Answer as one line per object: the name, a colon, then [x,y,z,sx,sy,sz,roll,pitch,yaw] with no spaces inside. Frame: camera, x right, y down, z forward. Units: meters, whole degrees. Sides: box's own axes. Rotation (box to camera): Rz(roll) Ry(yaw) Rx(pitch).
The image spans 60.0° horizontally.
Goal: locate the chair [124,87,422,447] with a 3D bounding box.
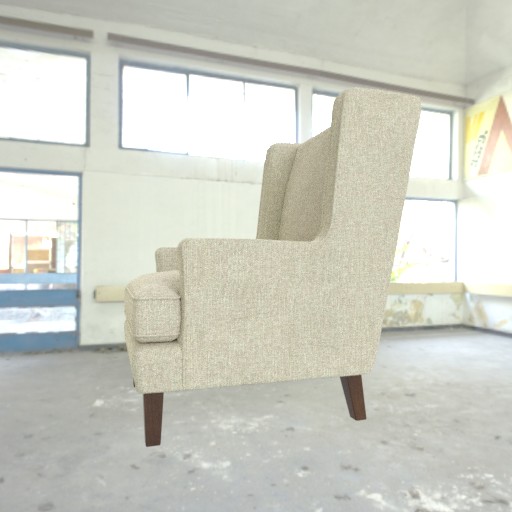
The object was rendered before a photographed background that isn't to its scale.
chair: [0.000,0.000,1.698,0.948,1.082,0.764,0,-1,-18]
